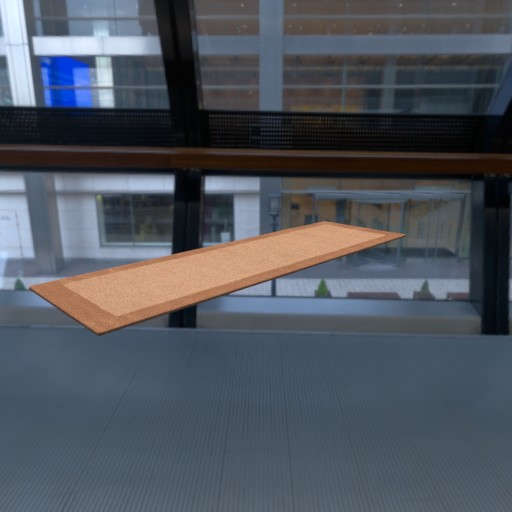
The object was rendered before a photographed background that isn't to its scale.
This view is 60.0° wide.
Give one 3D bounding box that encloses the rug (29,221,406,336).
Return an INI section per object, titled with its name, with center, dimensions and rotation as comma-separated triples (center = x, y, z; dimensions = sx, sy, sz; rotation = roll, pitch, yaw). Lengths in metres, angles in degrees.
[rug]
center = 0.000, 0.000, 2.770
dimensions = 2.439, 0.017, 0.764
rotation = -15, 21, -43
